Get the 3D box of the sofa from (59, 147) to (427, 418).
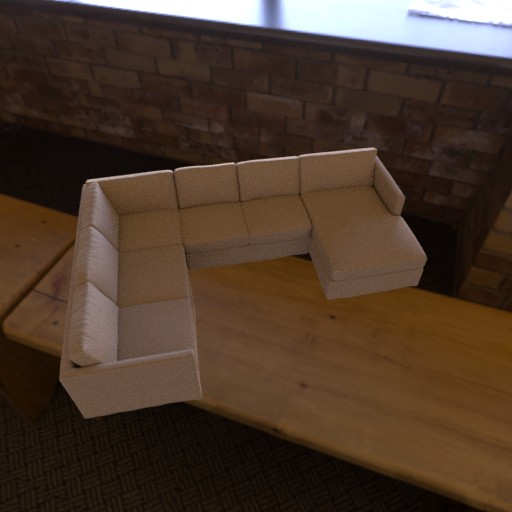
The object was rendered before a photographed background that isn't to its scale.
[{"bbox_3d":[0.000,0.000,4.506,3.460,0.882,2.427,-8,47,-8],"label":"sofa"}]
